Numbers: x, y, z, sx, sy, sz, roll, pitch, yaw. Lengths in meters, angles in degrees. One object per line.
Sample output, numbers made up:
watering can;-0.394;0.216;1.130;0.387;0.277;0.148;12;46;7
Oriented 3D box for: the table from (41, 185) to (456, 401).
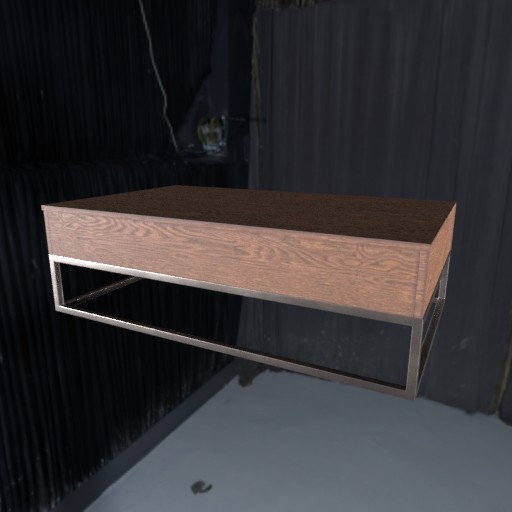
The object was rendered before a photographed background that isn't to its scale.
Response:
table;0.000;0.000;1.505;1.167;0.361;0.719;8;17;26
